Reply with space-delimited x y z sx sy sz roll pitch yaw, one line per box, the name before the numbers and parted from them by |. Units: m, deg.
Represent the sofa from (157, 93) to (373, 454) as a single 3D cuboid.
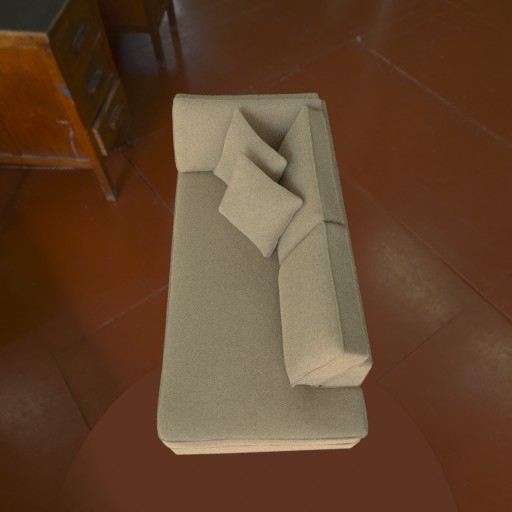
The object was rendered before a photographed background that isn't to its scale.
sofa | 0.000 0.000 2.838 1.110 1.033 2.237 -2 58 -1
